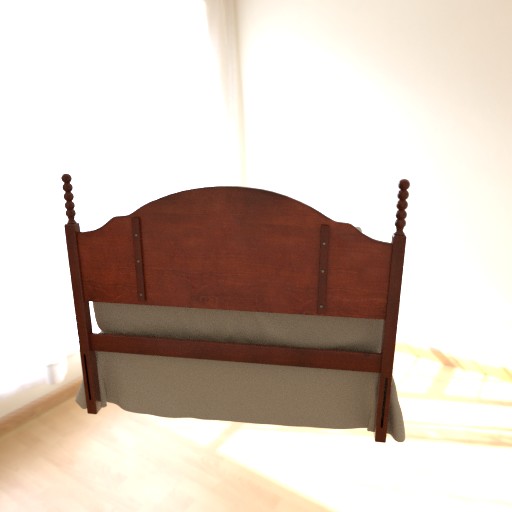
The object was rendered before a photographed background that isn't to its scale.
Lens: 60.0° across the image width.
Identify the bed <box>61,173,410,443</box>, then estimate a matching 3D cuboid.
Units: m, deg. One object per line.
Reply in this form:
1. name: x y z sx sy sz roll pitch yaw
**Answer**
1. bed: 0.000 0.000 3.179 1.873 1.356 2.040 2 17 8
